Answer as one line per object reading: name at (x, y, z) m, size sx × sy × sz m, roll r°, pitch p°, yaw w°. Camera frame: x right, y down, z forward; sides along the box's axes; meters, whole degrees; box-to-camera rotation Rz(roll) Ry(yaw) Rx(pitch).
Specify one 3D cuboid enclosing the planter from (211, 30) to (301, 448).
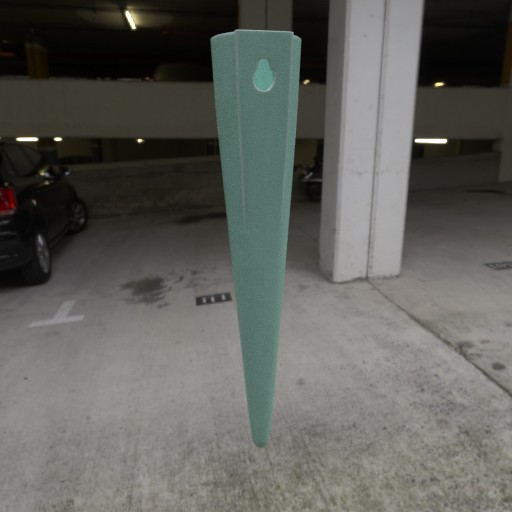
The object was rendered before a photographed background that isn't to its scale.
planter at (0.000, 0.000, 0.299) m, size 0.054 × 0.268 × 0.055 m, roll -3°, pitch 15°, yaw -9°
